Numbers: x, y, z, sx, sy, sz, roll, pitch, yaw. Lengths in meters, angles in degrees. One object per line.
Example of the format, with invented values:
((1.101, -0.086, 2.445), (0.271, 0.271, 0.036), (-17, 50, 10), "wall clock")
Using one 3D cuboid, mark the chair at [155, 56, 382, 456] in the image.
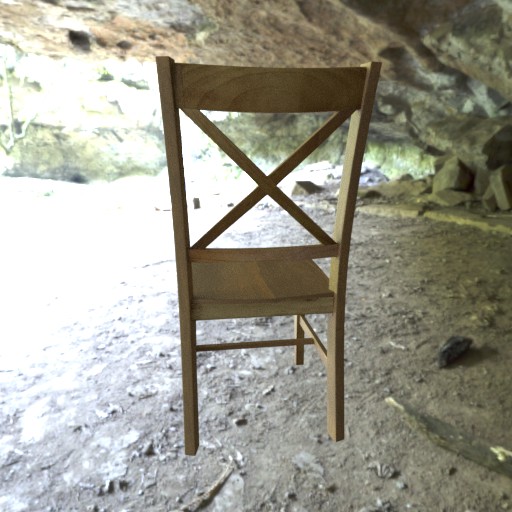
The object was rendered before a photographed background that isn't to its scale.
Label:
((0.000, 0.000, 1.293), (0.485, 0.983, 0.542), (-2, 15, -8), "chair")
